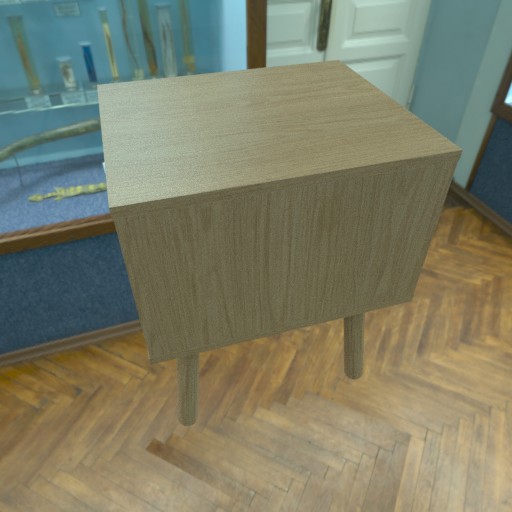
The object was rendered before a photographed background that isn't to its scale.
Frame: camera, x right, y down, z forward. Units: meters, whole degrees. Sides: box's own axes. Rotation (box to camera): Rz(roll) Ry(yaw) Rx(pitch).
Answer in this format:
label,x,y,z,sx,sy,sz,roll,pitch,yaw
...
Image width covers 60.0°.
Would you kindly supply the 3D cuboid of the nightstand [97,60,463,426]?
label,x,y,z,sx,sy,sz,roll,pitch,yaw
nightstand,0.000,0.000,0.855,0.450,0.571,0.380,-11,42,-13
